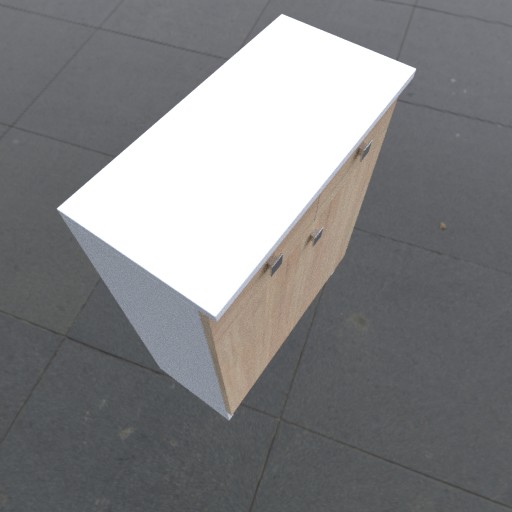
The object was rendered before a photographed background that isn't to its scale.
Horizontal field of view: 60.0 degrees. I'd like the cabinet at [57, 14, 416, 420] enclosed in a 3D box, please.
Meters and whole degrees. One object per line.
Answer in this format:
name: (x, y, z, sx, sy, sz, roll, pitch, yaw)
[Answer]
cabinet: (0.000, 0.000, 1.083, 0.296, 0.815, 0.600, 31, 64, 17)
